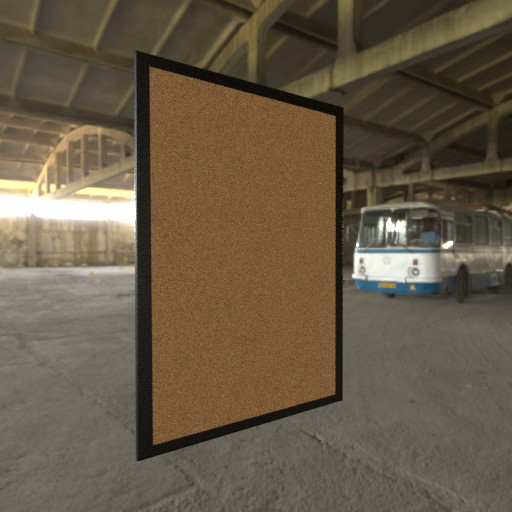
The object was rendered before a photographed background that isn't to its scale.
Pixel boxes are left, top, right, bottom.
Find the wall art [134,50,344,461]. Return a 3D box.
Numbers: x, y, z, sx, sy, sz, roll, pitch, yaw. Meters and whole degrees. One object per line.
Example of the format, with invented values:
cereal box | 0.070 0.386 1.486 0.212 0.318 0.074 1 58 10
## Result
wall art | 0.000 0.000 1.258 0.707 0.967 0.013 -1 1 -37
